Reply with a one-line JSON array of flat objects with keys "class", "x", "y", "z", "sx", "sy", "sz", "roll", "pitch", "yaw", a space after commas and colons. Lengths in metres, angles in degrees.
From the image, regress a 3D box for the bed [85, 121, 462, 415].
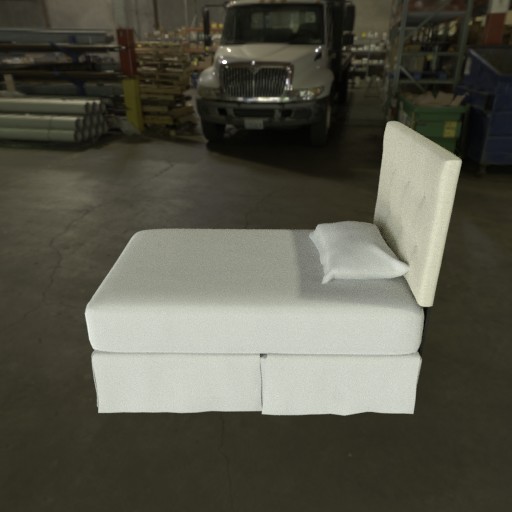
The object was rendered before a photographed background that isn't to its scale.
[{"class": "bed", "x": 0.000, "y": 0.000, "z": 2.938, "sx": 1.997, "sy": 1.571, "sz": 1.261, "roll": 0, "pitch": 26, "yaw": 1}]
